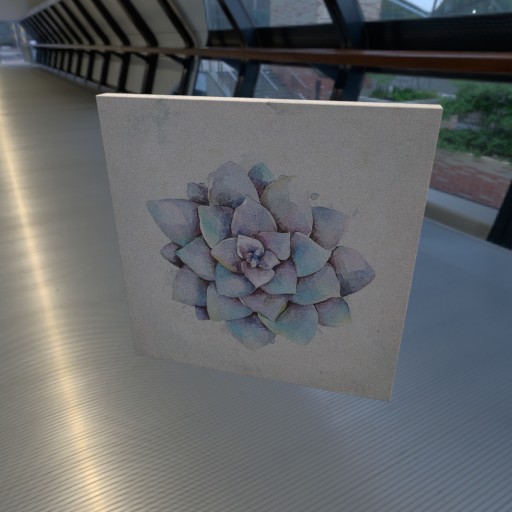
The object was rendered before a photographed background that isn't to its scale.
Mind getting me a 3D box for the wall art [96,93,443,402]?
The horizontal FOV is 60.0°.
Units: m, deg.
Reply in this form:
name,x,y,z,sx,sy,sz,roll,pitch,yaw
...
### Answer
name,x,y,z,sx,sy,sz,roll,pitch,yaw
wall art,0.000,0.000,0.912,0.612,0.612,0.040,7,27,13
